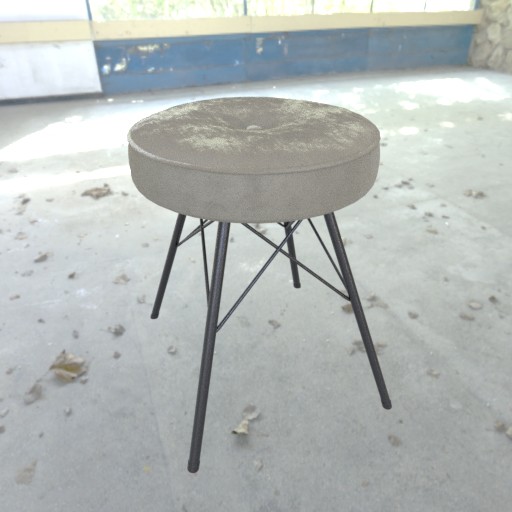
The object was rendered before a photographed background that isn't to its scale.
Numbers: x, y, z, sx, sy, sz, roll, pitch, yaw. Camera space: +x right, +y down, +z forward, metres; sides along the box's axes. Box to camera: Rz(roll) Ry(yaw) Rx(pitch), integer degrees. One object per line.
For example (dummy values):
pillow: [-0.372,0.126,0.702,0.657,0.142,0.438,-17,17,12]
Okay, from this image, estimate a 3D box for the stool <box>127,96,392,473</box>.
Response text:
stool: [0.000,0.000,0.867,0.423,0.538,0.457,-11,33,-17]
